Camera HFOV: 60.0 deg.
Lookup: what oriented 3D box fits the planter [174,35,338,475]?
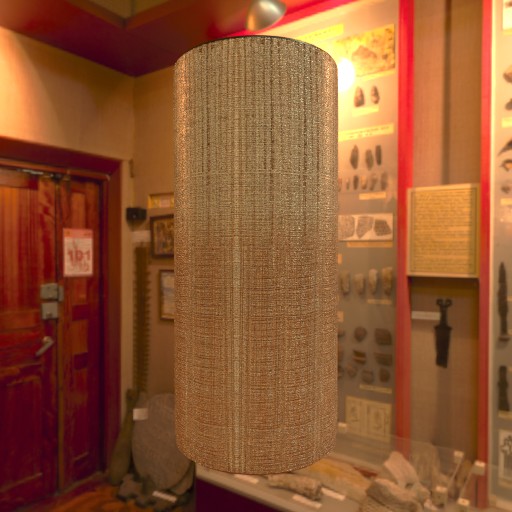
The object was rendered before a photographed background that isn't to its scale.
[{"bbox_3d":[0.000,0.000,0.275,0.100,0.227,0.100,1,1,37],"label":"planter"}]
